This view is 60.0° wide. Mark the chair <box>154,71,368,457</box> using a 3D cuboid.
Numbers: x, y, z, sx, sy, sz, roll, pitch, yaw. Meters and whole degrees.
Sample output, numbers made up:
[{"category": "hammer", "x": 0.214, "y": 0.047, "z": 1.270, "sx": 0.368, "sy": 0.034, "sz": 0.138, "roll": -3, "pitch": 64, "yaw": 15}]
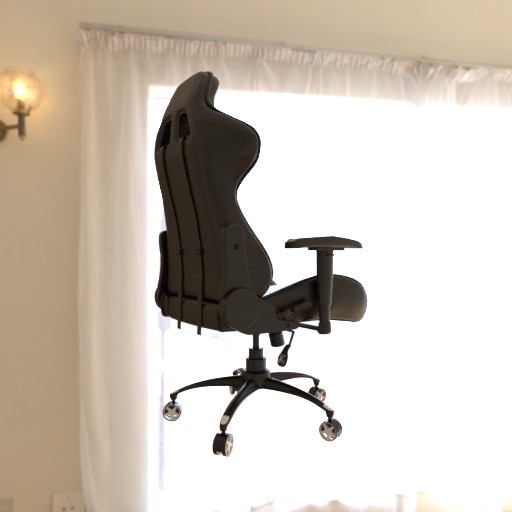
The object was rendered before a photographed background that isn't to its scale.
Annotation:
[{"category": "chair", "x": 0.000, "y": 0.000, "z": 1.742, "sx": 0.695, "sy": 1.285, "sz": 0.730, "roll": 0, "pitch": 0, "yaw": -36}]
